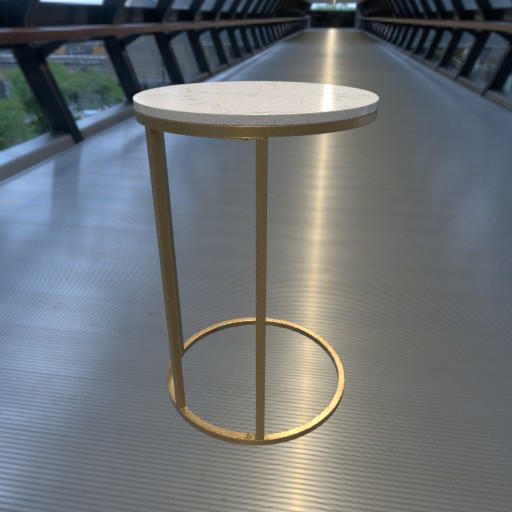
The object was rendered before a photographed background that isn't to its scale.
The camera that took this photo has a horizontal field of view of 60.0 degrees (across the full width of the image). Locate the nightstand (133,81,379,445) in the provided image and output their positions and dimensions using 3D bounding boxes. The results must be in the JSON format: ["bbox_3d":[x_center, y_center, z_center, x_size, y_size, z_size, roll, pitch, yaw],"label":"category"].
[{"bbox_3d":[0.000,0.000,0.881,0.400,0.610,0.400,-19,33,-32],"label":"nightstand"}]
